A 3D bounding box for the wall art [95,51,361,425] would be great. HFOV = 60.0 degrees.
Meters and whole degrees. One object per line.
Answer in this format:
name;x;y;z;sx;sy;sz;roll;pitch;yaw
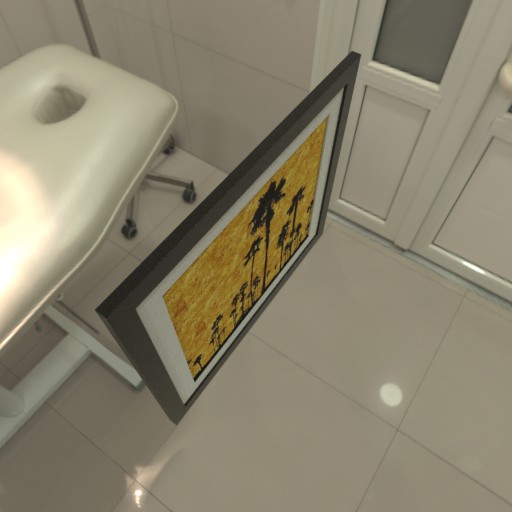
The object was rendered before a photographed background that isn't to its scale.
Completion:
wall art;0.000;0.000;0.536;0.012;0.332;0.383;30;62;18
